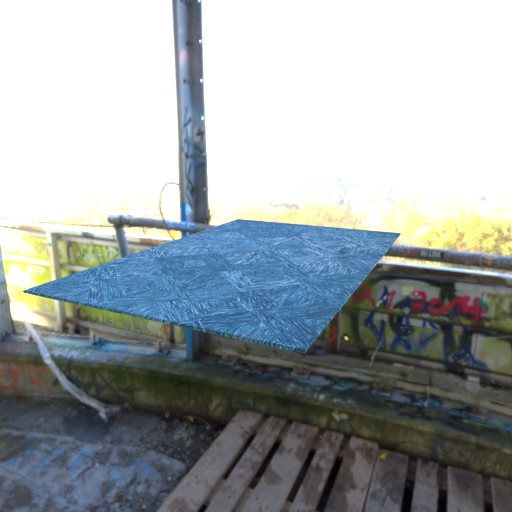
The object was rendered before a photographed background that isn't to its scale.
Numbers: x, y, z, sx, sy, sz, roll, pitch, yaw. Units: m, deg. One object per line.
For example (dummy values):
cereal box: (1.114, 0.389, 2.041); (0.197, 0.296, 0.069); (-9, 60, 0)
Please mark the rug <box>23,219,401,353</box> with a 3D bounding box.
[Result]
rug: (0.000, 0.000, 2.889); (1.490, 0.015, 2.277); (7, 16, 25)
